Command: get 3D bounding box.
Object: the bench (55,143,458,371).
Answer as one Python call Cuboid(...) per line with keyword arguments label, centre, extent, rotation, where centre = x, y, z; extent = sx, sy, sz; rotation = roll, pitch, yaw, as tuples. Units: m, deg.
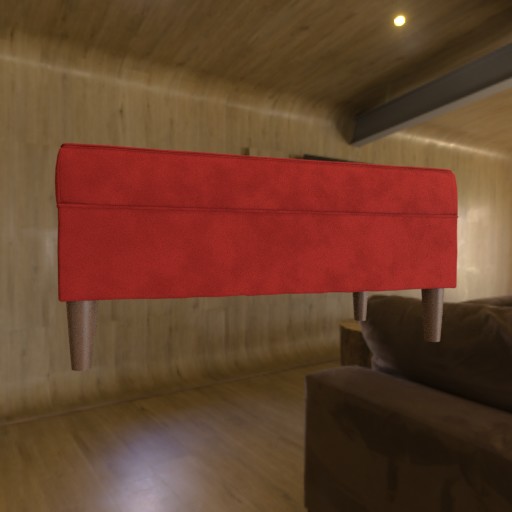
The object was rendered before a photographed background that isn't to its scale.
Cuboid(label="bench", centre=(0.000, 0.000, 1.267), extent=(1.016, 0.471, 0.492), rotation=(0, 1, -18))
